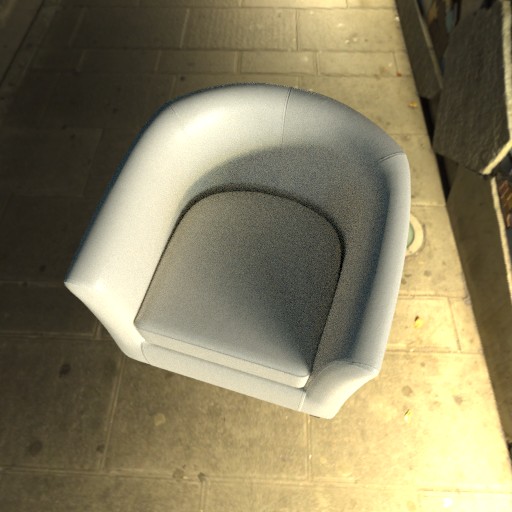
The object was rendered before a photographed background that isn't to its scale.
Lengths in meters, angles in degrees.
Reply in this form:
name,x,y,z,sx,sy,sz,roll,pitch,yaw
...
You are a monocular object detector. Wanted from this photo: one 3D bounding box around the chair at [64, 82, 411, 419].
name,x,y,z,sx,sy,sz,roll,pitch,yaw
chair,0.000,0.000,1.393,0.792,0.756,0.727,15,60,9
